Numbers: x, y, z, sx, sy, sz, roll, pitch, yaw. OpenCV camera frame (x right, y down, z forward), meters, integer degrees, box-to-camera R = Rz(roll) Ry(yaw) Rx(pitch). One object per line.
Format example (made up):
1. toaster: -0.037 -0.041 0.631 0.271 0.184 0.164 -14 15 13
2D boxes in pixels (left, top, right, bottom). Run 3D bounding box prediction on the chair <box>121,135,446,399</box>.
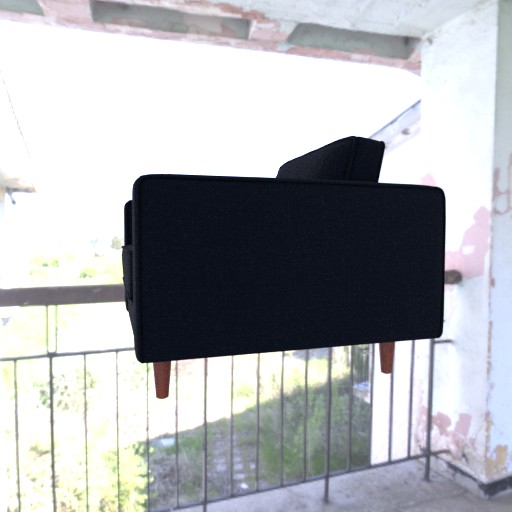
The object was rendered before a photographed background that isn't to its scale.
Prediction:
1. chair: 0.000 0.000 1.596 0.920 0.770 0.899 -1 3 -18
